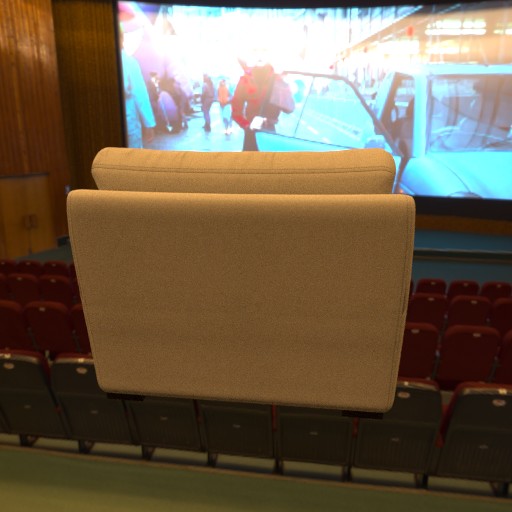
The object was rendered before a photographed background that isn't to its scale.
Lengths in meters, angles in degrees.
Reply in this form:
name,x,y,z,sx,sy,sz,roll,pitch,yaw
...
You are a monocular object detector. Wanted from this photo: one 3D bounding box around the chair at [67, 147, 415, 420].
name,x,y,z,sx,sy,sz,roll,pitch,yaw
chair,0.000,0.000,1.927,1.140,0.930,1.158,2,15,7
